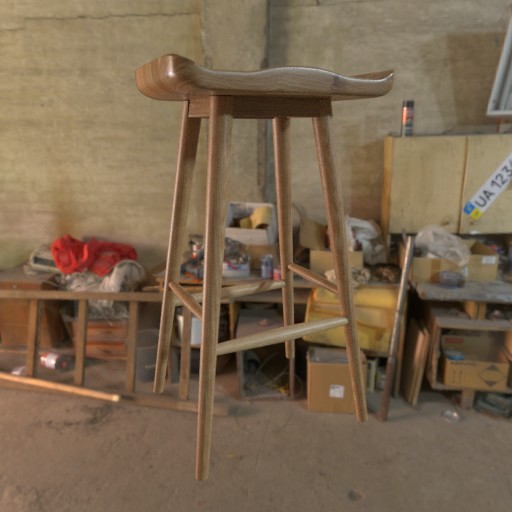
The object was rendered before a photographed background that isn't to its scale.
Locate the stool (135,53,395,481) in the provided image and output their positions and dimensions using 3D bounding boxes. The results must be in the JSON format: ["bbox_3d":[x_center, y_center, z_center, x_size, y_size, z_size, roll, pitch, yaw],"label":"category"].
[{"bbox_3d":[0.000,0.000,0.903,0.407,0.698,0.322,-8,18,-26],"label":"stool"}]
